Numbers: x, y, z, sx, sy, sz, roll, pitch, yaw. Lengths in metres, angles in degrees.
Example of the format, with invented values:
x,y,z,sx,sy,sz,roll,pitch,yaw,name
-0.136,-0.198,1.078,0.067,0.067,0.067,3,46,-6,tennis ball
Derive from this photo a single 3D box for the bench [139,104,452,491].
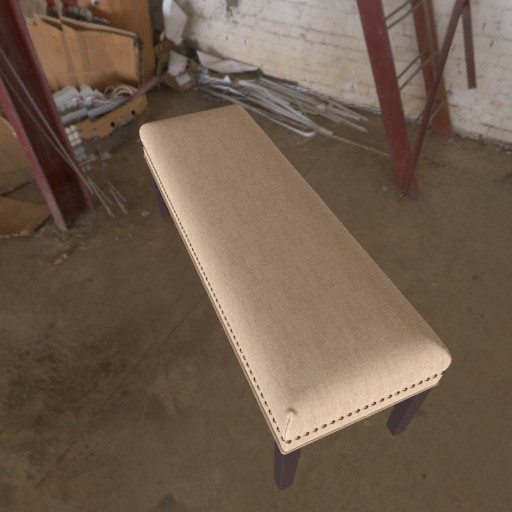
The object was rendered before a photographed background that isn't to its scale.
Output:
x,y,z,sx,sy,sz,roll,pitch,yaw,name
0.000,0.000,1.414,0.410,0.457,1.219,-17,49,-16,bench
